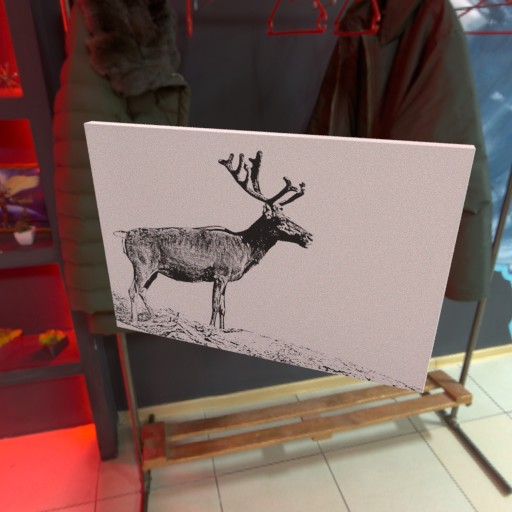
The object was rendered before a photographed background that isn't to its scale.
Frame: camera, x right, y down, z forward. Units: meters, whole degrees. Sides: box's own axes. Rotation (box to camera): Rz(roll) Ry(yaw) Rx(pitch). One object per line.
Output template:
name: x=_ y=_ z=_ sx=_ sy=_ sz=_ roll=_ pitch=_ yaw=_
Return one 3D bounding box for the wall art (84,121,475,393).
wall art: x=0.000 y=0.000 z=1.134 sx=0.906 sy=0.617 sz=0.033 roll=8 pitch=27 yaw=17
